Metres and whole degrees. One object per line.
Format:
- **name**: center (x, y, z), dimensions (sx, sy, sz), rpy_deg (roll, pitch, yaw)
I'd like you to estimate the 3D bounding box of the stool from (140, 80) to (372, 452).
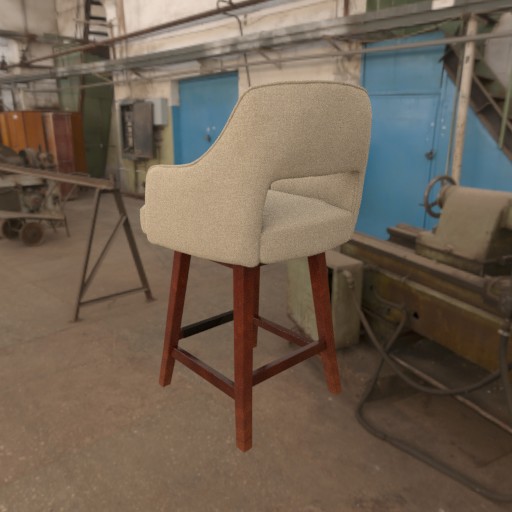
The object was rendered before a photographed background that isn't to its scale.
- **stool**: center (0.000, 0.000, 1.316), dimensions (0.550, 0.936, 0.560), rpy_deg (-14, 22, -40)
